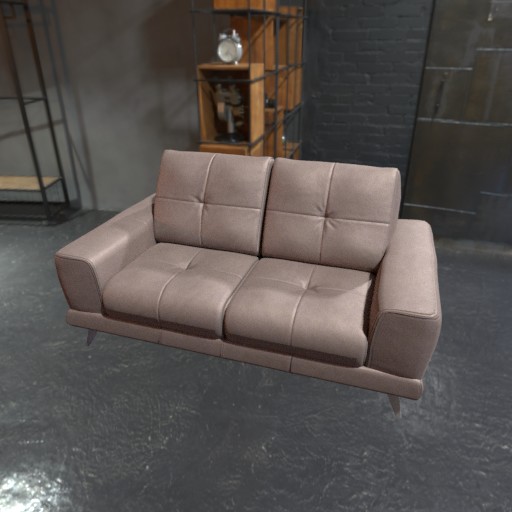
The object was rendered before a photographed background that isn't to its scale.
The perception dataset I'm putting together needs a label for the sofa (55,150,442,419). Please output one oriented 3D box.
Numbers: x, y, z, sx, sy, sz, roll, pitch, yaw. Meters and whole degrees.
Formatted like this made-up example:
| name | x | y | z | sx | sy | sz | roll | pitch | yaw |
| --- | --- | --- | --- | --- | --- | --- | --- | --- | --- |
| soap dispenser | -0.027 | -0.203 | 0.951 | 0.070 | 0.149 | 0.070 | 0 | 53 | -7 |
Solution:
| name | x | y | z | sx | sy | sz | roll | pitch | yaw |
| --- | --- | --- | --- | --- | --- | --- | --- | --- | --- |
| sofa | 0.000 | 0.000 | 2.353 | 1.806 | 0.907 | 1.018 | 8 | 28 | 16 |
